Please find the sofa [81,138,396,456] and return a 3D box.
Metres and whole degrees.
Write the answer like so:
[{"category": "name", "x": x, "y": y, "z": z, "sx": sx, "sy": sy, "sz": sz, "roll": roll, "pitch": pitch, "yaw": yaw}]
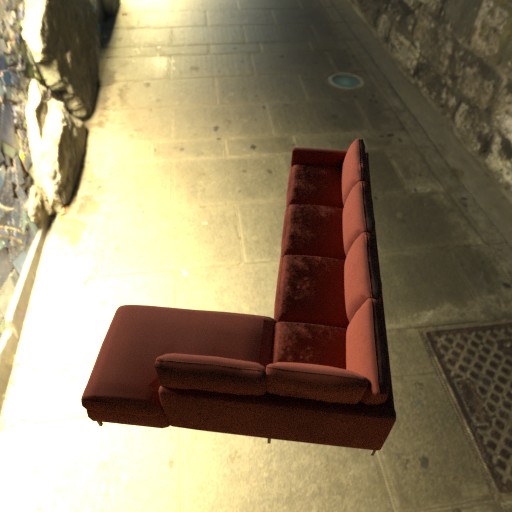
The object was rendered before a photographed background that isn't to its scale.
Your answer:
[{"category": "sofa", "x": 0.000, "y": 0.000, "z": 3.559, "sx": 1.879, "sy": 0.757, "sz": 2.736, "roll": 5, "pitch": 46, "yaw": 5}]
